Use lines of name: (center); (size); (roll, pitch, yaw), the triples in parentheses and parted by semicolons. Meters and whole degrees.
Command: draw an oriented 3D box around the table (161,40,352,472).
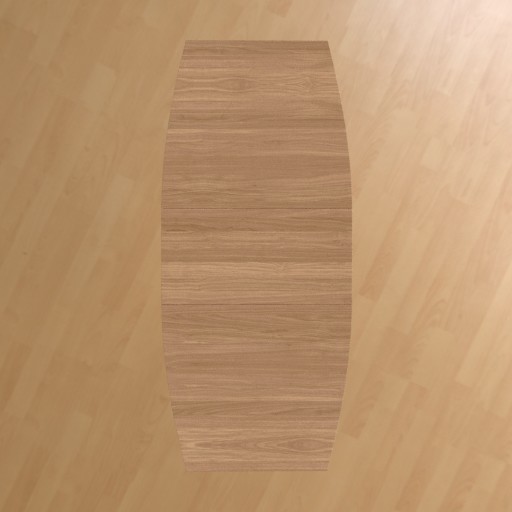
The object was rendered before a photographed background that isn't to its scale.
table: (0.000, 0.000, 2.463); (0.900, 0.750, 2.032); (0, 90, -1)
